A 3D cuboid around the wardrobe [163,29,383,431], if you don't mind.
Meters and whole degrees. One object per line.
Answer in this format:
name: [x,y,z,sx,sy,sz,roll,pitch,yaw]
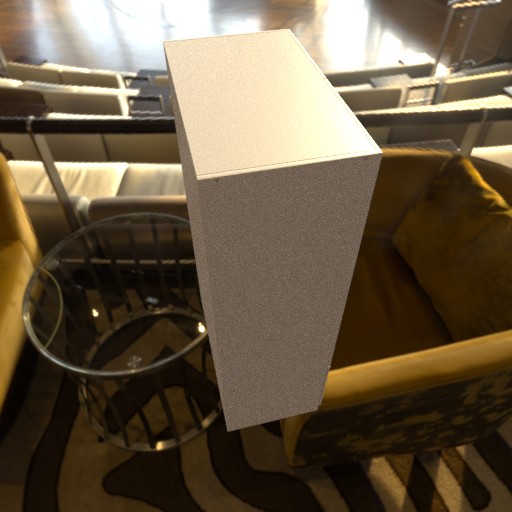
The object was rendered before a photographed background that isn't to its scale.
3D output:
wardrobe: [0.000,0.000,2.271,0.577,1.808,0.991,-10,48,-9]
